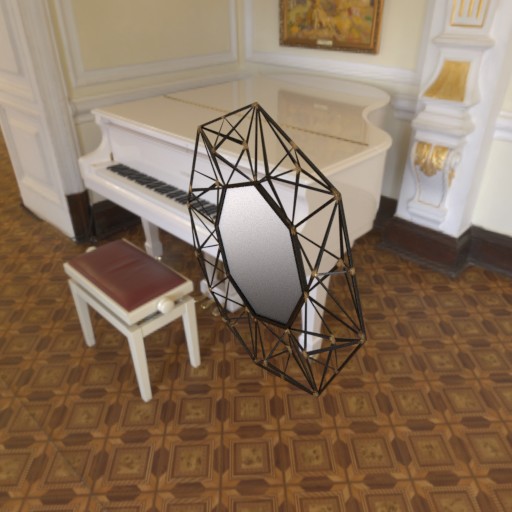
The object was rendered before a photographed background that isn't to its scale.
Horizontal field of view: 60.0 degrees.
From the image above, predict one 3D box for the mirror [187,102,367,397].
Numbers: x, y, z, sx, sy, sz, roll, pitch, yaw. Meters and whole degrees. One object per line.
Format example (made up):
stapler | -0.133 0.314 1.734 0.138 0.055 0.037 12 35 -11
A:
mirror | 0.000 0.000 1.057 0.094 0.710 0.710 -20 37 -29
